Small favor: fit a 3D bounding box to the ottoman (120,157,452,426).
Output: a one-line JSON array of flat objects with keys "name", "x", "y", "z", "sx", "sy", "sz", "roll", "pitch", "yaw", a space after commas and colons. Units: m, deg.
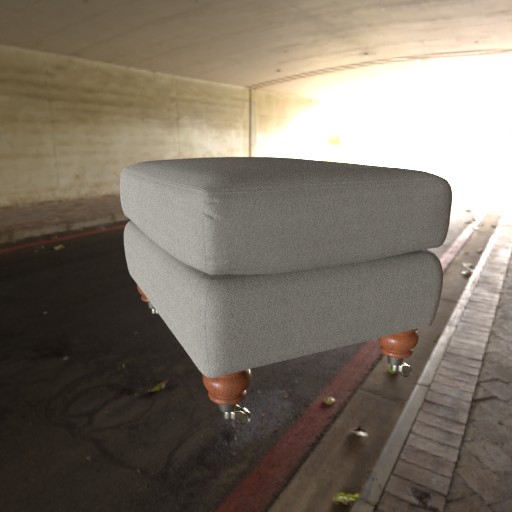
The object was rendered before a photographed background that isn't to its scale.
[{"name": "ottoman", "x": 0.000, "y": 0.000, "z": 1.162, "sx": 0.569, "sy": 0.504, "sz": 0.773, "roll": -7, "pitch": 16, "yaw": -25}]
